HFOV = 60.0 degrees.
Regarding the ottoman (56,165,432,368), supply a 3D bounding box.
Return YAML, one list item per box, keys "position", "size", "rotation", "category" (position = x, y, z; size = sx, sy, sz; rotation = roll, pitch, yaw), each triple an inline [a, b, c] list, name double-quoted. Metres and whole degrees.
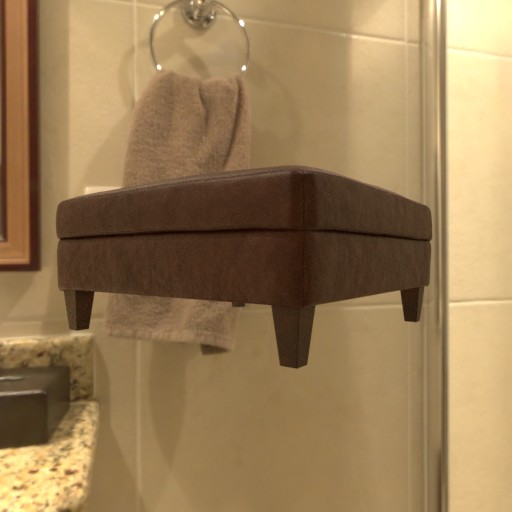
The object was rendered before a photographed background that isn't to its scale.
- position: [0.000, 0.000, 1.336]
  size: [0.836, 0.415, 0.844]
  rotation: [0, 0, 36]
  category: "ottoman"
